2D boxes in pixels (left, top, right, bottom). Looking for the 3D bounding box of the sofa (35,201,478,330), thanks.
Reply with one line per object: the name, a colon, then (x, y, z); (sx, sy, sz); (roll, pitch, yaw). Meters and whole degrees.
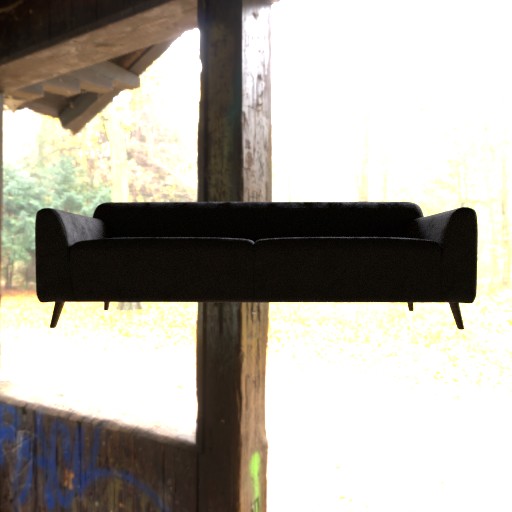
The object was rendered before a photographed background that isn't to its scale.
sofa: (0.000, 0.000, 2.618); (2.190, 0.740, 0.900); (0, 0, 1)
